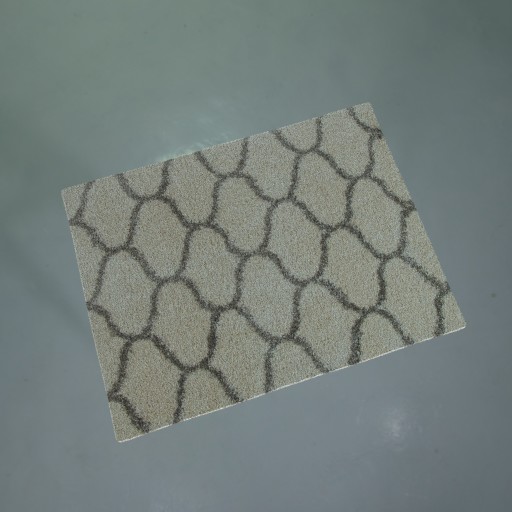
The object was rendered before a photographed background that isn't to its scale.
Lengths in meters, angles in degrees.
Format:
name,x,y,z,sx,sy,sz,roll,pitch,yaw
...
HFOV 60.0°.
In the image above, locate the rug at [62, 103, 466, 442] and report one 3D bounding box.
name,x,y,z,sx,sy,sz,roll,pitch,yaw
rug,0.000,0.000,2.065,1.600,0.025,1.200,-17,76,-4
